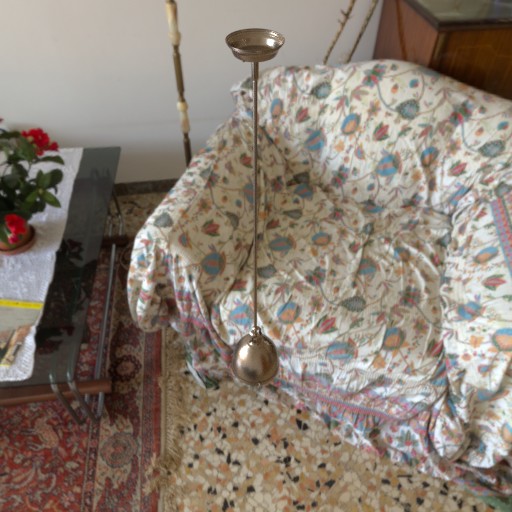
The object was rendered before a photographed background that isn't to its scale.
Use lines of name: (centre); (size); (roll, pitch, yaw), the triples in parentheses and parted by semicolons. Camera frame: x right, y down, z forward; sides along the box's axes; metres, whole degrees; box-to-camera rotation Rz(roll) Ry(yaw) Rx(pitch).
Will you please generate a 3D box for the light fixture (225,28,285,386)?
light fixture: (0.000, 0.000, 1.460); (0.217, 1.367, 0.211); (-34, 55, -28)
